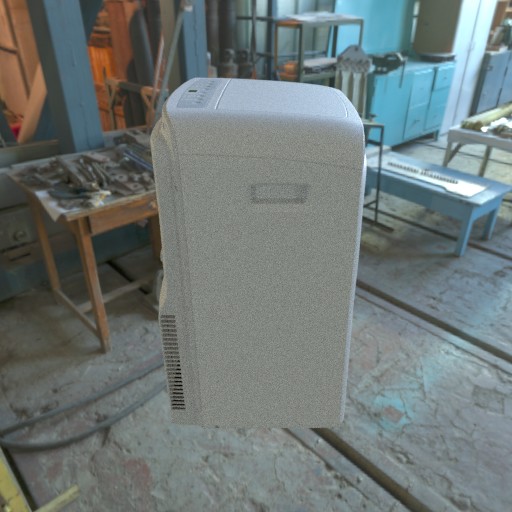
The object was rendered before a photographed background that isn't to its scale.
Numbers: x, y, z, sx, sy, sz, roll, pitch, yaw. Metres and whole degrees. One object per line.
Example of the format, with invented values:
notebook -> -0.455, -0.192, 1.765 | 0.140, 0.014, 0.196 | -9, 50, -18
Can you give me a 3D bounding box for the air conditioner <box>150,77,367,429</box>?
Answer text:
air conditioner -> 0.000, 0.000, 1.080 | 0.467, 0.765, 0.478 | 1, 31, 2
